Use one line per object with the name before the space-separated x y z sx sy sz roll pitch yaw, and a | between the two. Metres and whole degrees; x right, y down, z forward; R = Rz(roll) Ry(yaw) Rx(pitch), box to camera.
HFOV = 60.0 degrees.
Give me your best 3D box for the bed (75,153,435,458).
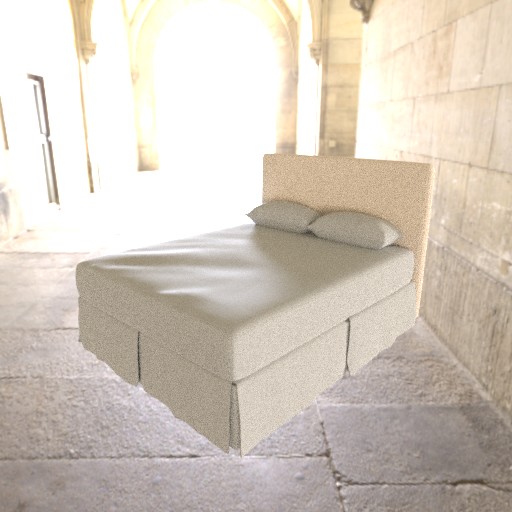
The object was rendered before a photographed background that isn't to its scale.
bed | 0.000 0.000 3.291 1.748 1.330 2.142 15 23 41
